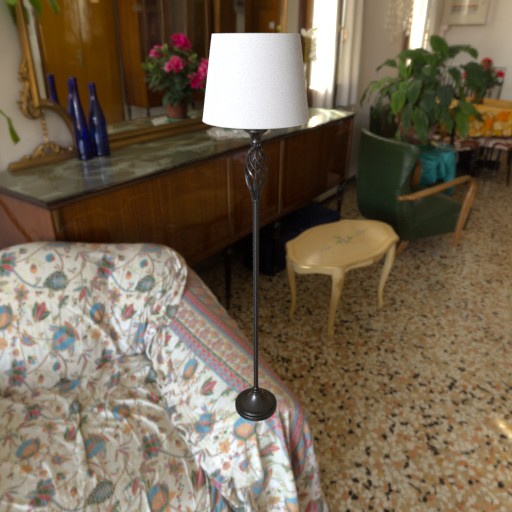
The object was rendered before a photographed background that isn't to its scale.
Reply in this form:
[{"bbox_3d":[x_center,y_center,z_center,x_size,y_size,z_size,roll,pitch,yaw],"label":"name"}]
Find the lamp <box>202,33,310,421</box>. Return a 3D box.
[{"bbox_3d":[0.000,0.000,1.811,0.379,1.623,0.379,0,26,0],"label":"lamp"}]
